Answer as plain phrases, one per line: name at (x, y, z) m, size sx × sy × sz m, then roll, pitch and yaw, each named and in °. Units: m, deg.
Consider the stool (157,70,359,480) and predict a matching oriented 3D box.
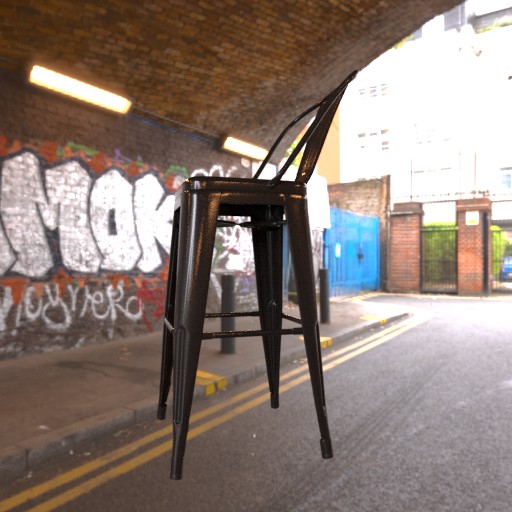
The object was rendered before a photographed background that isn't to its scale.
stool at (0.000, 0.000, 1.274) m, size 0.528 × 1.022 × 0.432 m, roll 0°, pitch 0°, yaw -17°
